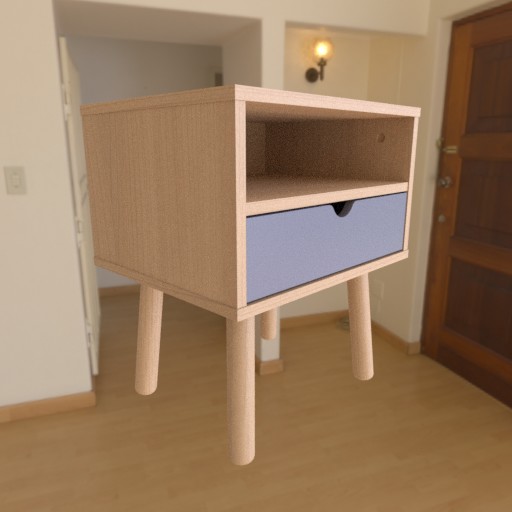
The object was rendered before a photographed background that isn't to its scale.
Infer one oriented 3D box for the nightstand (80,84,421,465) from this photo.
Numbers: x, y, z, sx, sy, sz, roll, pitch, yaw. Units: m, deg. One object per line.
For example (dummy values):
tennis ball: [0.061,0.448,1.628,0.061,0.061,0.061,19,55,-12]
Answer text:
nightstand: [0.000,0.000,0.827,0.380,0.530,0.450,14,20,43]
